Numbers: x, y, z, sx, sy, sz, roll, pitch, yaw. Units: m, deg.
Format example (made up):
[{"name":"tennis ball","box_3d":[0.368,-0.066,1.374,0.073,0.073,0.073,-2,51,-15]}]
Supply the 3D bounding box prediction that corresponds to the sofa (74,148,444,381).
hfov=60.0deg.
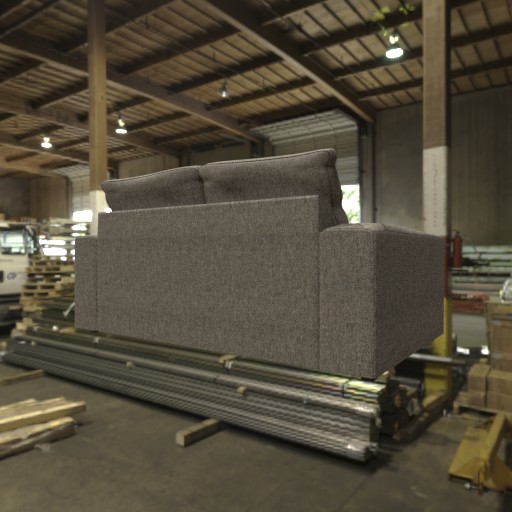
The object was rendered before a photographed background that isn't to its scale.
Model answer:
[{"name":"sofa","box_3d":[0.000,0.000,2.448,1.758,0.877,1.094,1,1,35]}]
